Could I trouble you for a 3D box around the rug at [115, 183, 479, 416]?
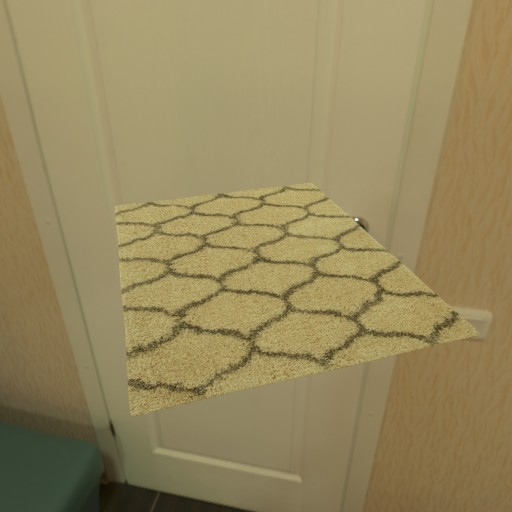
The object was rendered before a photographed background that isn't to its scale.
[{"bbox_3d":[0.000,0.000,4.042,2.399,0.026,3.000,-9,32,-15],"label":"rug"}]
